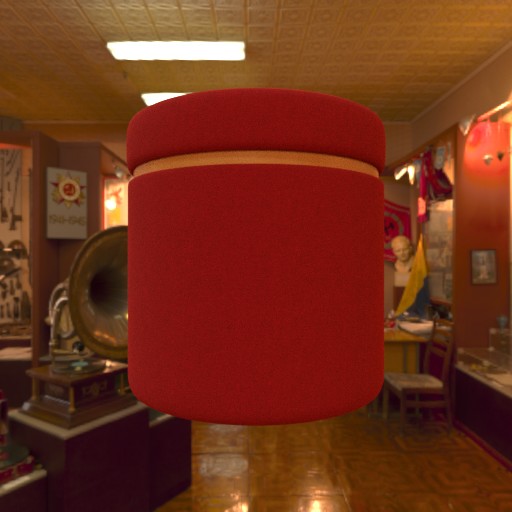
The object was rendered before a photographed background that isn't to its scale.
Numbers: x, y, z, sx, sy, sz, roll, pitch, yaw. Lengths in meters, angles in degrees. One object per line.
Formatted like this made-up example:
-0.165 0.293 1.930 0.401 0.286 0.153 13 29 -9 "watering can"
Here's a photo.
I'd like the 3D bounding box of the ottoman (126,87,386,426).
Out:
0.000 0.000 0.713 0.400 0.406 0.400 0 0 0 "ottoman"
